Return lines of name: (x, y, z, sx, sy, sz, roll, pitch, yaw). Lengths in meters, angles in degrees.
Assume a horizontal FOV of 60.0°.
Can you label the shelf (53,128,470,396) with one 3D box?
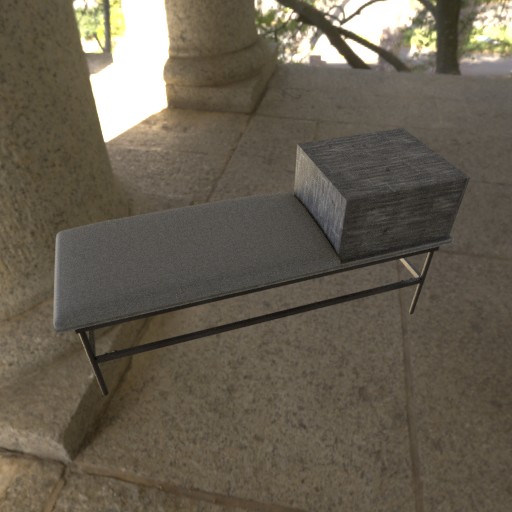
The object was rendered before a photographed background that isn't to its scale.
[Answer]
shelf: (0.000, 0.000, 1.619, 1.342, 0.633, 0.457, -12, 42, -14)
